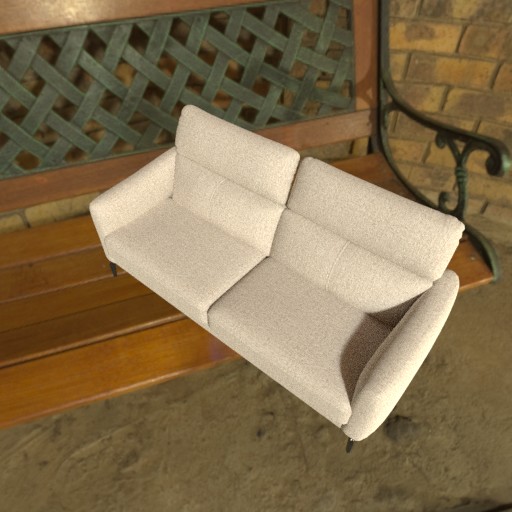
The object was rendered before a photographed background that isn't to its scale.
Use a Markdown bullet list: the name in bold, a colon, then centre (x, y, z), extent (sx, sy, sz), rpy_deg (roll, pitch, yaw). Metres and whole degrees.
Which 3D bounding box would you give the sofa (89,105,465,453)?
- **sofa**: centre (0.000, 0.000, 2.484), extent (2.015, 0.956, 0.856), rpy_deg (31, 53, 27)
